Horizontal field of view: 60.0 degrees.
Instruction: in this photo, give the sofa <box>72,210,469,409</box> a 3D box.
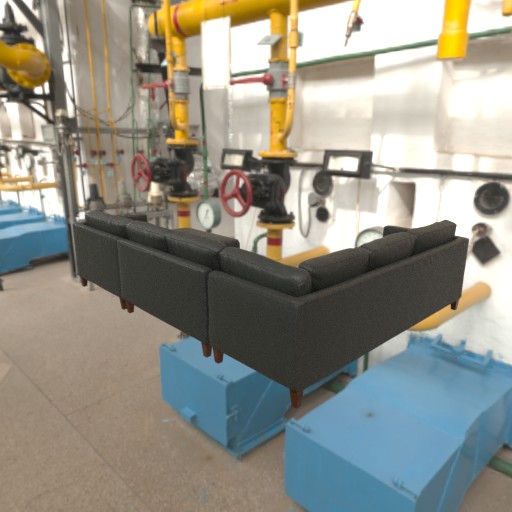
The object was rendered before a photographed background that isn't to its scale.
[{"bbox_3d":[0.000,0.000,4.763,2.593,0.923,3.460,-14,21,-42],"label":"sofa"}]
